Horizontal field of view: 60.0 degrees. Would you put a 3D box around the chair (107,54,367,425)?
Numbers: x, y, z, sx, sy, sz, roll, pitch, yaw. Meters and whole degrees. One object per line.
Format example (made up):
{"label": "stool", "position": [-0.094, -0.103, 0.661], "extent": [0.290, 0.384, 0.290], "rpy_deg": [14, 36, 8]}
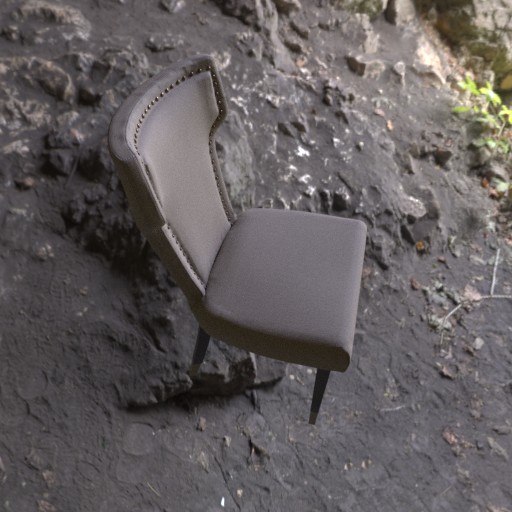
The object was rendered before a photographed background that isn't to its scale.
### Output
{"label": "chair", "position": [0.000, 0.000, 1.310], "extent": [0.630, 0.955, 0.526], "rpy_deg": [11, 49, 10]}
